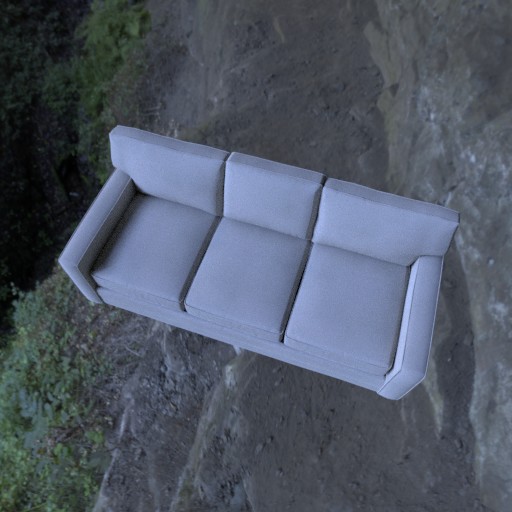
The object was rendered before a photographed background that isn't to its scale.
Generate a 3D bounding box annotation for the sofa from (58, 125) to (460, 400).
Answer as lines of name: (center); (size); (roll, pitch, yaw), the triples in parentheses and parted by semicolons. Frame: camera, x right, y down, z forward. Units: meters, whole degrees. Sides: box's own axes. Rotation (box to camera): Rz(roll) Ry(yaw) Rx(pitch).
sofa: (0.000, 0.000, 2.669); (2.088, 0.862, 0.935); (16, 61, 9)
